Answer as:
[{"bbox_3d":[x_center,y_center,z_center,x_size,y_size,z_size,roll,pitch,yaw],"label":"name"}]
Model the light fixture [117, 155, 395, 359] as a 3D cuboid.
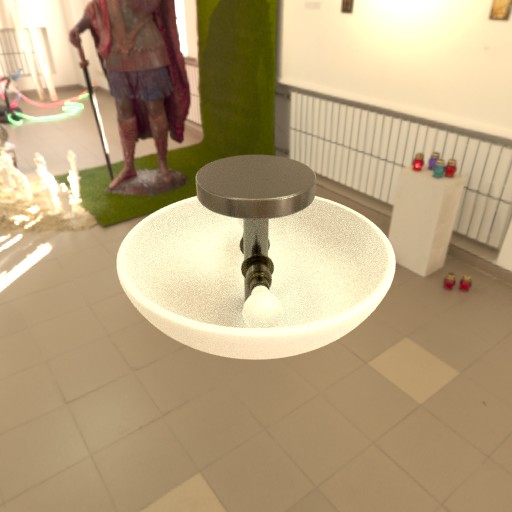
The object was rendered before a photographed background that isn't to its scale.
[{"bbox_3d":[0.000,0.000,0.551,0.330,0.214,0.330,0,32,0],"label":"light fixture"}]
